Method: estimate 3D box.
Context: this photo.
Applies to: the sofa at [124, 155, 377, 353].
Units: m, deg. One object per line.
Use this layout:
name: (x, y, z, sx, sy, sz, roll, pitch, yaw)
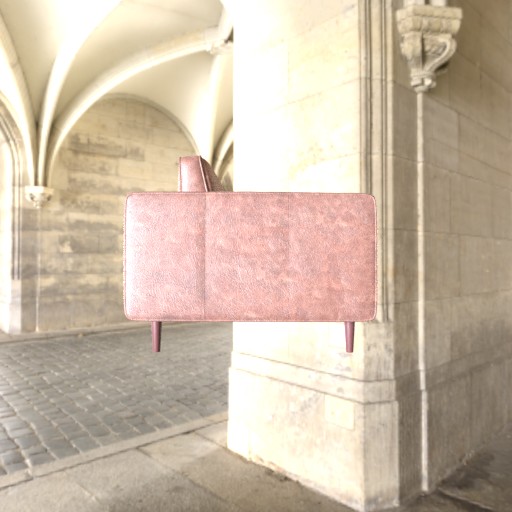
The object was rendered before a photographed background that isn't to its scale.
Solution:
sofa: (0.000, 0.000, 2.631, 0.914, 0.762, 2.210, 0, -1, 1)
